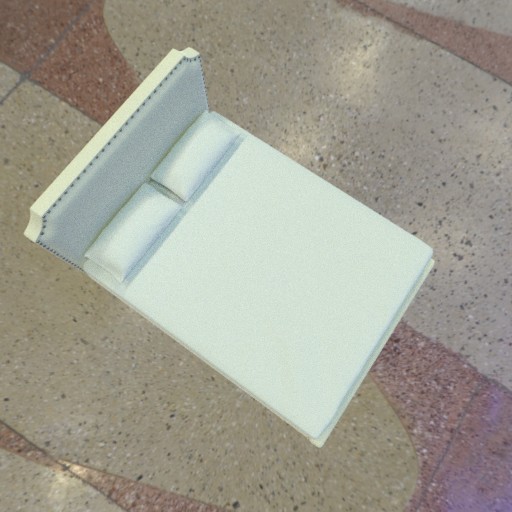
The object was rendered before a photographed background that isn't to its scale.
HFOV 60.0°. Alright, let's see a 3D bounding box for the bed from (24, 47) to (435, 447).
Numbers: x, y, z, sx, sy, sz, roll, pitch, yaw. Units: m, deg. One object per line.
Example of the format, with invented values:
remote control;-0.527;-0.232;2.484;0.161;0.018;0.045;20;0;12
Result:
bed;0.000;0.000;3.291;2.329;1.415;1.703;34;77;9
